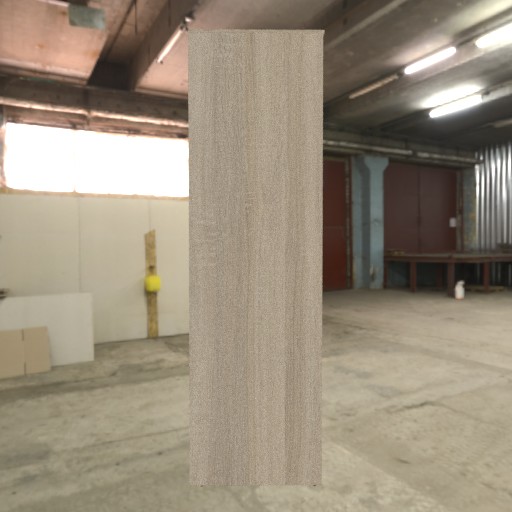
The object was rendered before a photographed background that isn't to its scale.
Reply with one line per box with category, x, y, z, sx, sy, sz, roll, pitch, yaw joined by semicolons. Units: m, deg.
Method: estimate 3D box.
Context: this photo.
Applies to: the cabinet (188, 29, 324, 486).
cabinet;0.000;0.000;2.933;0.620;2.060;1.870;0;1;0
